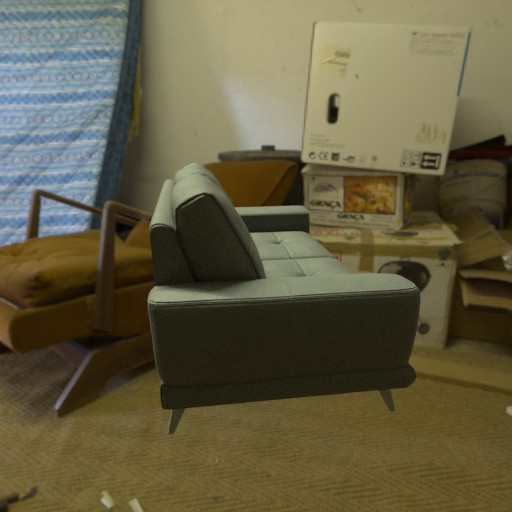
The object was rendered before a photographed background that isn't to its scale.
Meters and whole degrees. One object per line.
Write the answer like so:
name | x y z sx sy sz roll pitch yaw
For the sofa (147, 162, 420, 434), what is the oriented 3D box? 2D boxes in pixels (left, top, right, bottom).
sofa | 0.000 0.000 2.416 1.018 0.907 1.806 -3 17 -8
